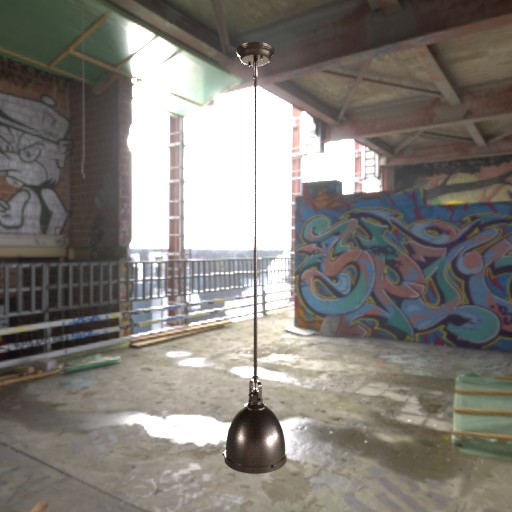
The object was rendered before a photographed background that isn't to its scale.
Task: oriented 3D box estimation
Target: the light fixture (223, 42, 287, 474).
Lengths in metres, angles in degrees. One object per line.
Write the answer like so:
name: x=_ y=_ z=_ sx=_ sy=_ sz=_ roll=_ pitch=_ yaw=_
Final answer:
light fixture: x=0.000 y=0.000 z=1.487 sx=0.211 sy=1.367 sz=0.217 roll=-1 pitch=1 yaw=-36
